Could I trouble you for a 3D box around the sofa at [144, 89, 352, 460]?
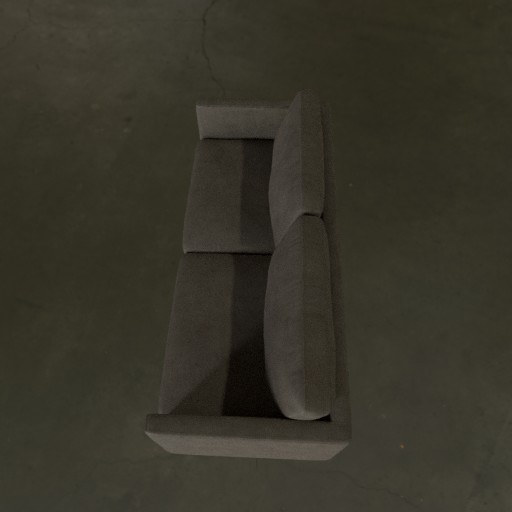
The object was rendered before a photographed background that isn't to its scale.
[{"bbox_3d":[0.000,0.000,2.724,0.951,0.965,2.208,2,59,1],"label":"sofa"}]
